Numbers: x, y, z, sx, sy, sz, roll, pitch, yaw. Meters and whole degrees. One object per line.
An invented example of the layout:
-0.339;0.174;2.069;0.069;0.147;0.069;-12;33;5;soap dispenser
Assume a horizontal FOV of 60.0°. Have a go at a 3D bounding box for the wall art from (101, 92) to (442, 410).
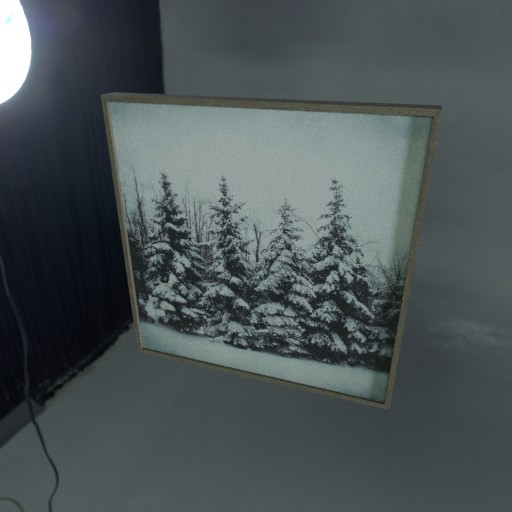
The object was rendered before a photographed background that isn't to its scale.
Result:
0.000;0.000;0.757;0.507;0.507;0.037;8;27;17;wall art
